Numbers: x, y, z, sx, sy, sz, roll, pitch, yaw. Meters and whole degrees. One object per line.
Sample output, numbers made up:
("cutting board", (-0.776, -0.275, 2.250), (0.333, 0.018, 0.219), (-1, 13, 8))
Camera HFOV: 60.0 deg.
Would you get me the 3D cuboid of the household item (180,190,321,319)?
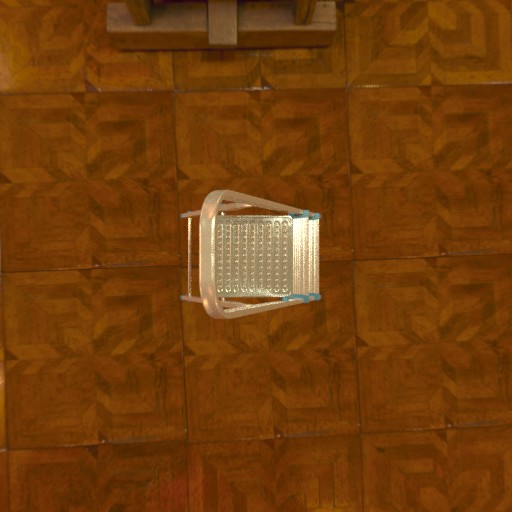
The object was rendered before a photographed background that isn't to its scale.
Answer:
("household item", (0.000, 0.000, 1.558), (0.687, 1.215, 0.420), (0, 90, -2))
